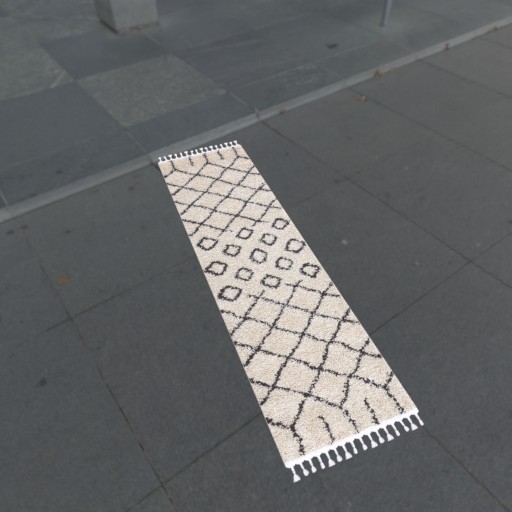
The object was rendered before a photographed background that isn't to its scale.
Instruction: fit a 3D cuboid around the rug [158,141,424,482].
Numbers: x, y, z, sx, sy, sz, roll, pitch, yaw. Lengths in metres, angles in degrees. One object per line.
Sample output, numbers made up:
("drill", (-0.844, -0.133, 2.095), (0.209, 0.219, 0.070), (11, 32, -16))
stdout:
("rug", (0.000, 0.000, 2.668), (0.660, 0.005, 2.464), (-16, 49, -15))
